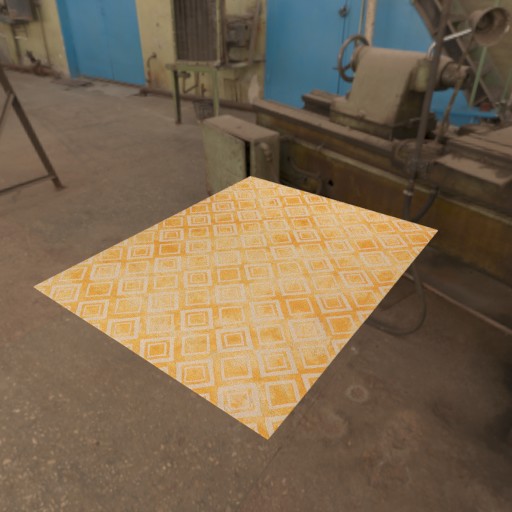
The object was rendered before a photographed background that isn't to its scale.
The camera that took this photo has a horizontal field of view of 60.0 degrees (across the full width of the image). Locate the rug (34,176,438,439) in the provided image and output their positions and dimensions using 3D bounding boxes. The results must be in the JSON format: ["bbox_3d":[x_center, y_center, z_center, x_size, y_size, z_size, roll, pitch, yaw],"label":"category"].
[{"bbox_3d":[0.000,0.000,4.154,2.433,0.011,3.037,22,38,30],"label":"rug"}]
